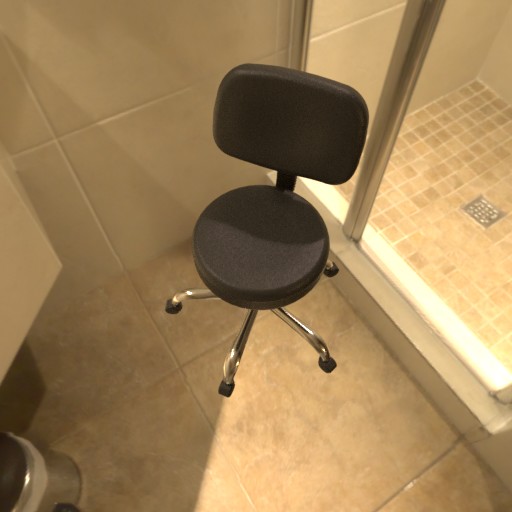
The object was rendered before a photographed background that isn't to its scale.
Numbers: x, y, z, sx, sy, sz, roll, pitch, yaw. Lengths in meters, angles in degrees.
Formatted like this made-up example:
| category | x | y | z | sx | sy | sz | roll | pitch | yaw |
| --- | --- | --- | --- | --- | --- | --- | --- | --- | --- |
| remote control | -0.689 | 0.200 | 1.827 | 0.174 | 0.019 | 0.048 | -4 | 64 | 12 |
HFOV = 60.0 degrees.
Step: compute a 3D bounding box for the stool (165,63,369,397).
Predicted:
| category | x | y | z | sx | sy | sz | roll | pitch | yaw |
| --- | --- | --- | --- | --- | --- | --- | --- | --- | --- |
| stool | 0.000 | 0.000 | 1.321 | 0.673 | 0.862 | 0.648 | 17 | 59 | 11 |
